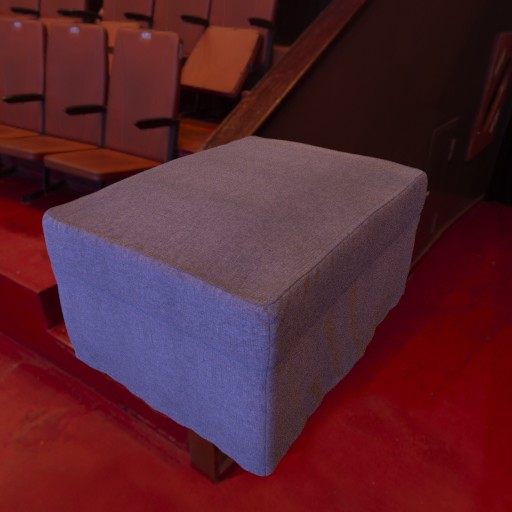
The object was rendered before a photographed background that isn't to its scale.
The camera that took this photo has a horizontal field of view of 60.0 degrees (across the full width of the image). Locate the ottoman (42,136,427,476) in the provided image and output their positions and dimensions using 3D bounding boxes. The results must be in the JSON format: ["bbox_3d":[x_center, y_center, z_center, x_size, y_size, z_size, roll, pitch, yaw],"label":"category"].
[{"bbox_3d":[0.000,0.000,1.221,0.652,0.492,0.833,20,35,30],"label":"ottoman"}]
